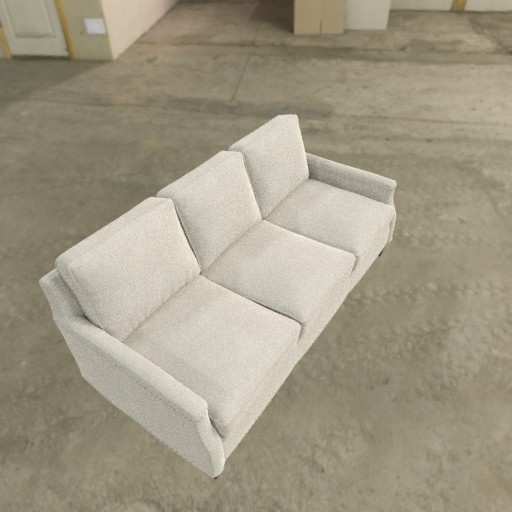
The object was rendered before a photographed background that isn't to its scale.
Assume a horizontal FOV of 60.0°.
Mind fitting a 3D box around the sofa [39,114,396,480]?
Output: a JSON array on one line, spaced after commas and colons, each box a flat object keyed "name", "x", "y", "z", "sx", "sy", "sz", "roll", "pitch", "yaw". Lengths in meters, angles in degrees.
[{"name": "sofa", "x": 0.000, "y": 0.000, "z": 2.797, "sx": 1.084, "sy": 1.003, "sz": 2.246, "roll": 25, "pitch": 47, "yaw": 25}]
